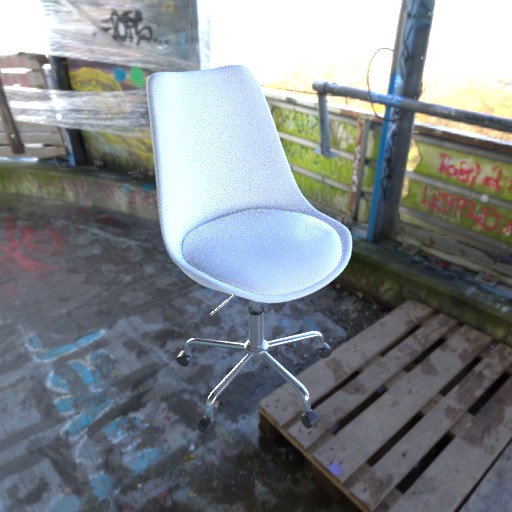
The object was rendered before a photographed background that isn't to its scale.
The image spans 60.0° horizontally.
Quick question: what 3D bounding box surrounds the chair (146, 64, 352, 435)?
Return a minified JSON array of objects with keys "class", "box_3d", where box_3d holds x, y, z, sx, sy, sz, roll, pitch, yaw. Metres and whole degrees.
[{"class":"chair","box_3d":[0.000,0.000,1.247,0.550,0.930,0.550,-22,37,-32]}]
